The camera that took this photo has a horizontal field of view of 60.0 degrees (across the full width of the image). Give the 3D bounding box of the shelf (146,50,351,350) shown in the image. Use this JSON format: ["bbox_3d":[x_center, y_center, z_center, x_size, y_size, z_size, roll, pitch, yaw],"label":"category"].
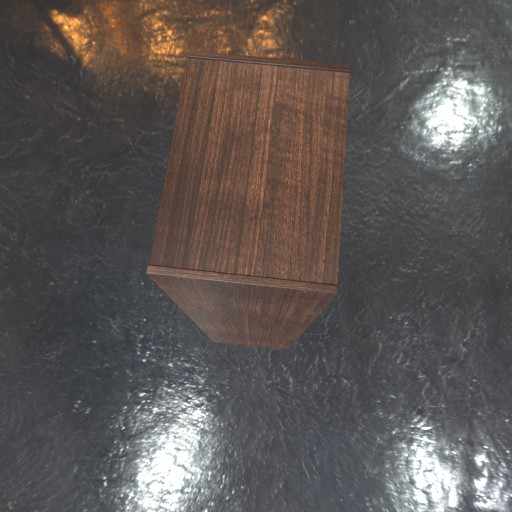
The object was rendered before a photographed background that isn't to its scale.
[{"bbox_3d":[0.000,0.000,1.252,0.290,1.099,0.415,6,74,2],"label":"shelf"}]
